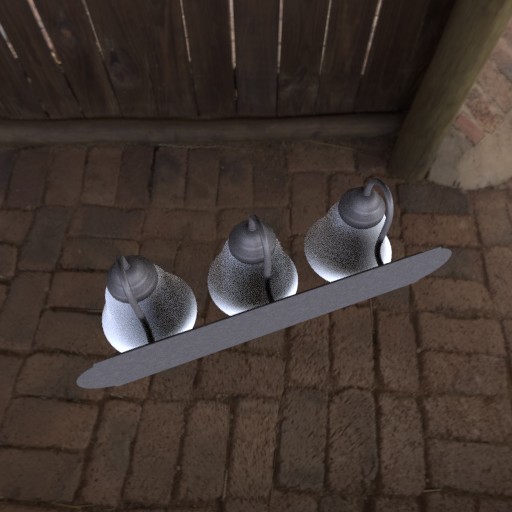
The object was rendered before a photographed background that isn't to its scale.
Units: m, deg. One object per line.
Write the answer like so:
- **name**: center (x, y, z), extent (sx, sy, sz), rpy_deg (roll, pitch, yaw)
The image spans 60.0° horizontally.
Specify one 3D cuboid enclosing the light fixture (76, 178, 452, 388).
- **light fixture**: center (0.000, 0.000, 0.707), extent (0.610, 0.222, 0.199), rpy_deg (-18, 61, -10)
